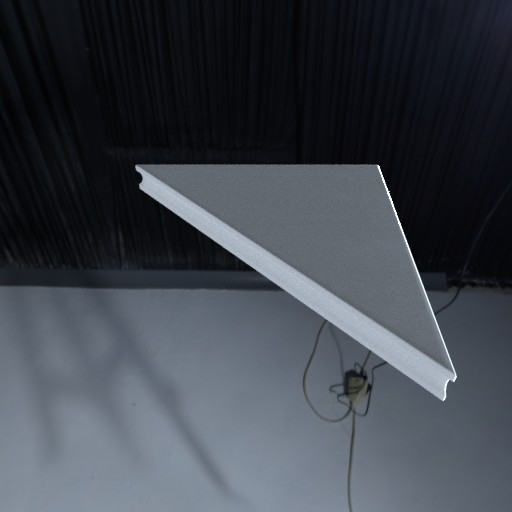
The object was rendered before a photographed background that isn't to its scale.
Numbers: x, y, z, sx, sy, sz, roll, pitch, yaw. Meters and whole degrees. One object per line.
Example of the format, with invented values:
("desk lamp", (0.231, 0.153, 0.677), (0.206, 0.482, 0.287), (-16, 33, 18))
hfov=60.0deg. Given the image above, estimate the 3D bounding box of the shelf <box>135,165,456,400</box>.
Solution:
("shelf", (0.000, 0.000, 0.441), (0.296, 0.035, 0.296), (0, 42, 0))
